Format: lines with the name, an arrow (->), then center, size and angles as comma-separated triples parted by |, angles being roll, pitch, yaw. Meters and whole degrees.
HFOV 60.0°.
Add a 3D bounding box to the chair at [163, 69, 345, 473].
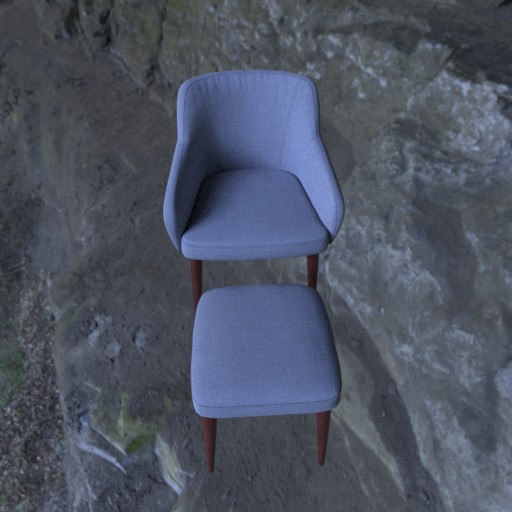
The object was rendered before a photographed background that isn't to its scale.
chair -> 0.000, 0.000, 1.489 | 0.584, 0.799, 1.107 | -2, 46, -2
